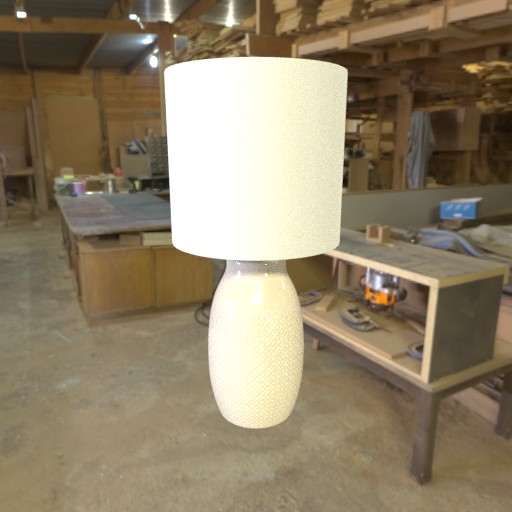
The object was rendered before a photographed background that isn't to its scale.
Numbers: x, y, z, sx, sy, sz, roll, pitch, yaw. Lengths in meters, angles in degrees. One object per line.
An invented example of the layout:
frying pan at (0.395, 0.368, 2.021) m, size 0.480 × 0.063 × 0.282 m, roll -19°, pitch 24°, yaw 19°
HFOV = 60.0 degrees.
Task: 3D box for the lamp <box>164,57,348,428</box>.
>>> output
lamp at (0.000, 0.000, 0.590) m, size 0.217 × 0.453 × 0.217 m, roll -7°, pitch 16°, yaw -26°
